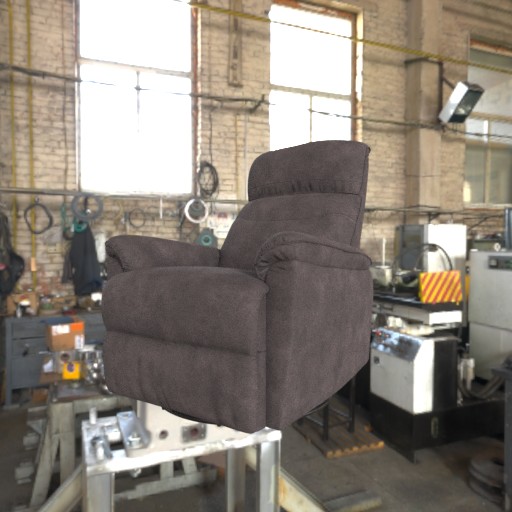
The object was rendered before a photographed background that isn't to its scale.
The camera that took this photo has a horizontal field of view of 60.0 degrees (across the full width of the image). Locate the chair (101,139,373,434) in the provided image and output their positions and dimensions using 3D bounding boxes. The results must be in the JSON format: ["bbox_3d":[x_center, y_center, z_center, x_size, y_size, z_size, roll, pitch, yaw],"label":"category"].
[{"bbox_3d":[0.000,0.000,1.735,0.830,1.035,1.009,1,2,35],"label":"chair"}]
